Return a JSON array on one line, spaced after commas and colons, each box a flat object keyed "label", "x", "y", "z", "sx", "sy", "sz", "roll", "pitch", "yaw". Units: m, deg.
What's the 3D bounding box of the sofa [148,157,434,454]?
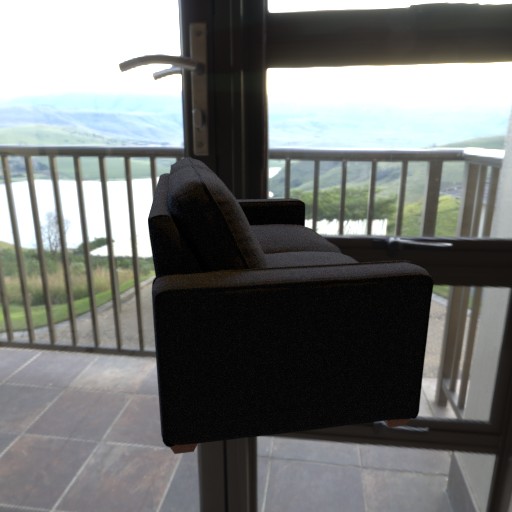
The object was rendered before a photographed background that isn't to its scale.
[{"label": "sofa", "x": 0.000, "y": 0.000, "z": 2.226, "sx": 0.947, "sy": 0.918, "sz": 1.709, "roll": -3, "pitch": 16, "yaw": -10}]
